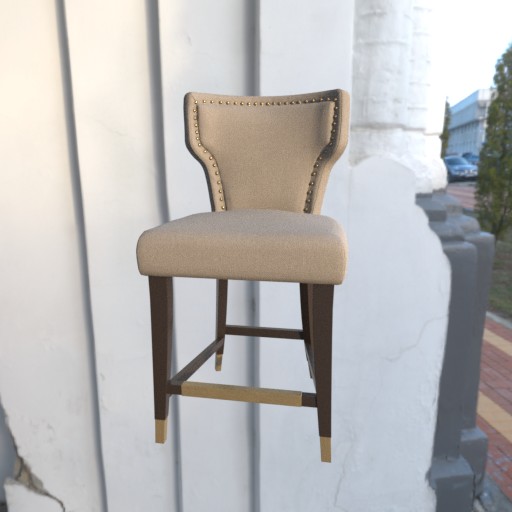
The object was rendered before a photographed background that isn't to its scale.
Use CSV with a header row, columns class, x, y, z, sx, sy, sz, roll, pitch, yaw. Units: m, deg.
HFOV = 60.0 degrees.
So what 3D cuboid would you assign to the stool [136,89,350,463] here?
class,x,y,z,sx,sy,sz,roll,pitch,yaw
stool,0.000,0.000,1.333,0.527,0.982,0.563,2,13,10
